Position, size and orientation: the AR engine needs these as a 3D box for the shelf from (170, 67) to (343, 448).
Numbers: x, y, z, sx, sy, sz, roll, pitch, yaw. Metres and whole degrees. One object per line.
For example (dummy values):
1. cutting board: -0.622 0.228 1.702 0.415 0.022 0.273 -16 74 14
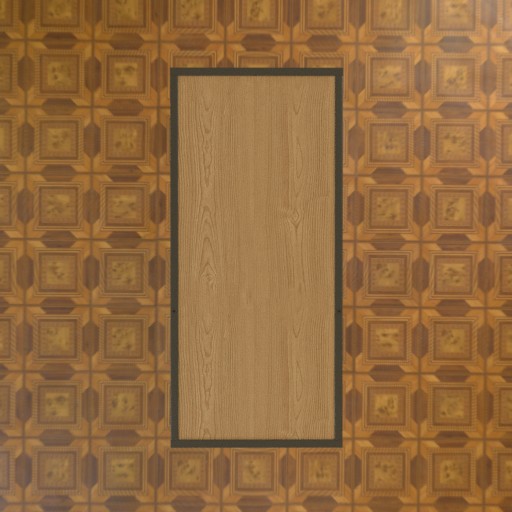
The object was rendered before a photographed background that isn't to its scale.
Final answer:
1. shelf: 0.000 0.000 1.466 0.350 1.138 0.770 0 90 0
